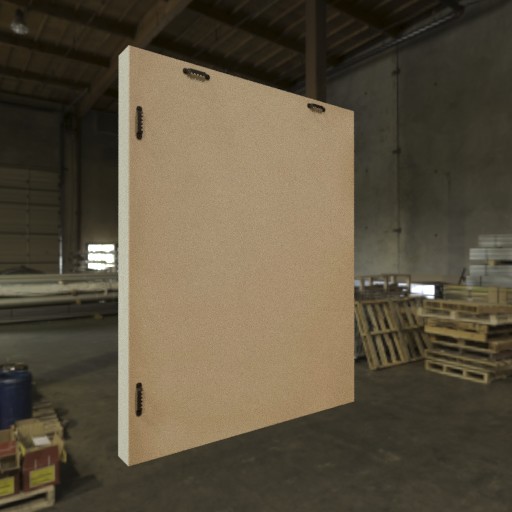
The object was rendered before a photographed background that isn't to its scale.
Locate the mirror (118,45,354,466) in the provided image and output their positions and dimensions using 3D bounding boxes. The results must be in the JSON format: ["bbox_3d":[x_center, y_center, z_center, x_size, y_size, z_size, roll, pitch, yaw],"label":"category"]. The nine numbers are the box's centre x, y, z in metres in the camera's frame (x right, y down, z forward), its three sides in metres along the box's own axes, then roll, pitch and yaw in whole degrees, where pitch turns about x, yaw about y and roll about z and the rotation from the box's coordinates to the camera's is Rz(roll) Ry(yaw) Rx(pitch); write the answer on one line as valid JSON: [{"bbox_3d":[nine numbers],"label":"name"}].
[{"bbox_3d":[0.000,0.000,0.667,0.405,0.508,0.041,0,0,-37],"label":"mirror"}]
